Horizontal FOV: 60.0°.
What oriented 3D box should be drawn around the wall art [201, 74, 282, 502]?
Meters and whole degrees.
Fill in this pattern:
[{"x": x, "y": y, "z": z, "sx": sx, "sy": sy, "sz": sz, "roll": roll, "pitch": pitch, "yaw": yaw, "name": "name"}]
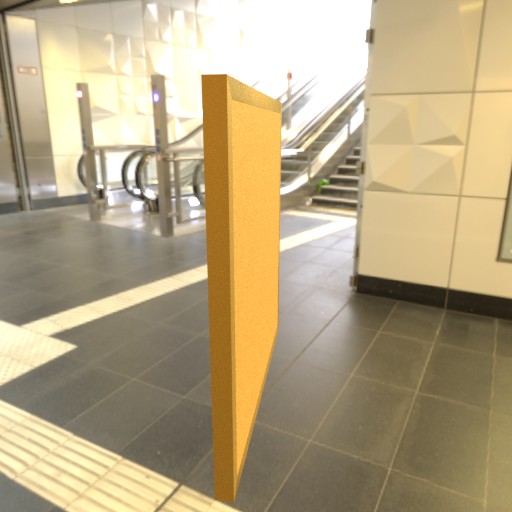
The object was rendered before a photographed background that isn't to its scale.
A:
[{"x": 0.000, "y": 0.000, "z": 1.105, "sx": 0.038, "sy": 0.762, "sz": 0.762, "roll": 3, "pitch": 16, "yaw": 9, "name": "wall art"}]
